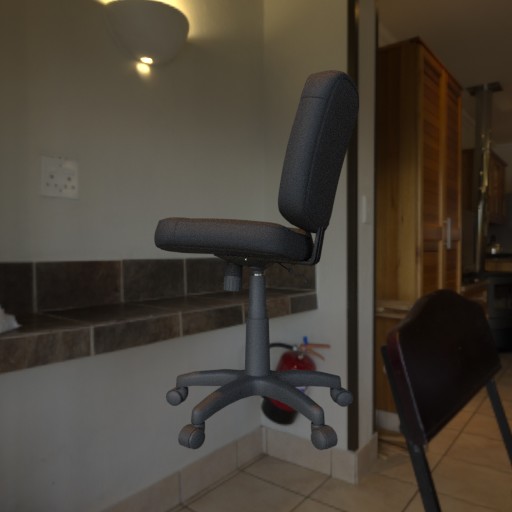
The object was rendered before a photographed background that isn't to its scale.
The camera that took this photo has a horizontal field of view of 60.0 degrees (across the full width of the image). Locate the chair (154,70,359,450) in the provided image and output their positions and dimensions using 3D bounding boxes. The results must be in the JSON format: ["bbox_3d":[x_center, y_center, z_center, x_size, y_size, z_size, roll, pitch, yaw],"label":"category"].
[{"bbox_3d":[0.000,0.000,1.359,0.610,0.972,0.610,0,1,19],"label":"chair"}]
